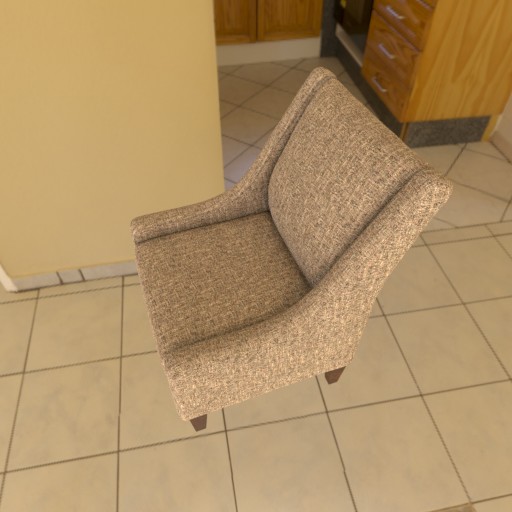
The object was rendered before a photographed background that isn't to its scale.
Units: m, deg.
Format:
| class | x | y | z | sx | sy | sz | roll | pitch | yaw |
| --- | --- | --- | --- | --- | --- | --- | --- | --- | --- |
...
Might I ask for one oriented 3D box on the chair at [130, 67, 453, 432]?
| class | x | y | z | sx | sy | sz | roll | pitch | yaw |
| --- | --- | --- | --- | --- | --- | --- | --- | --- | --- |
| chair | 0.000 | 0.000 | 1.662 | 0.870 | 1.014 | 0.774 | -15 | 49 | -14 |
